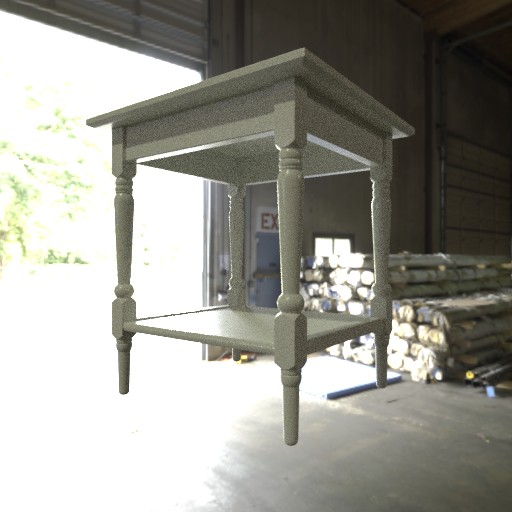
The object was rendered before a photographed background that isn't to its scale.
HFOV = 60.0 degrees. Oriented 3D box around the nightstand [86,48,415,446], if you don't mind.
[{"bbox_3d":[0.000,0.000,0.914,0.505,0.555,0.459,0,0,37],"label":"nightstand"}]
